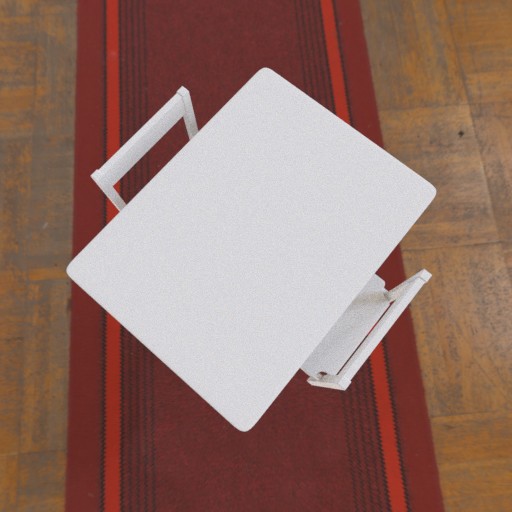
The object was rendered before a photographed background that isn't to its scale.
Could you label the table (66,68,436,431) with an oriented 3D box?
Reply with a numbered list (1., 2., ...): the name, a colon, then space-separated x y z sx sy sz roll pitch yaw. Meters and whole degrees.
1. table: 0.000 0.000 1.143 0.672 0.503 0.650 39 78 10
